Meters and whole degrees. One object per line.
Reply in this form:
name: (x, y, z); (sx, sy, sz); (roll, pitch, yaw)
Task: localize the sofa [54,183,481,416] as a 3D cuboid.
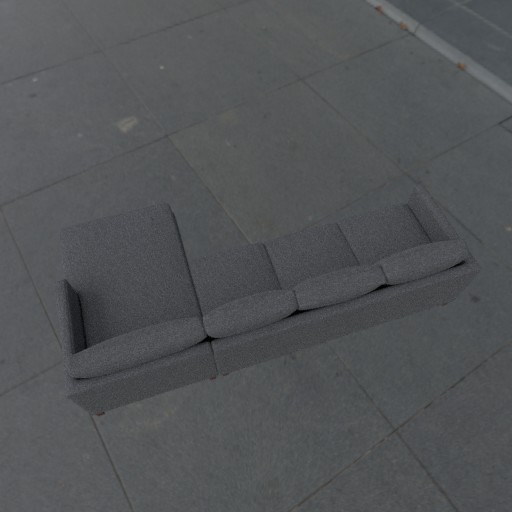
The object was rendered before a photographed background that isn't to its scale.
sofa: (0.000, 0.000, 3.792); (3.186, 0.846, 1.625); (-16, 60, -9)
